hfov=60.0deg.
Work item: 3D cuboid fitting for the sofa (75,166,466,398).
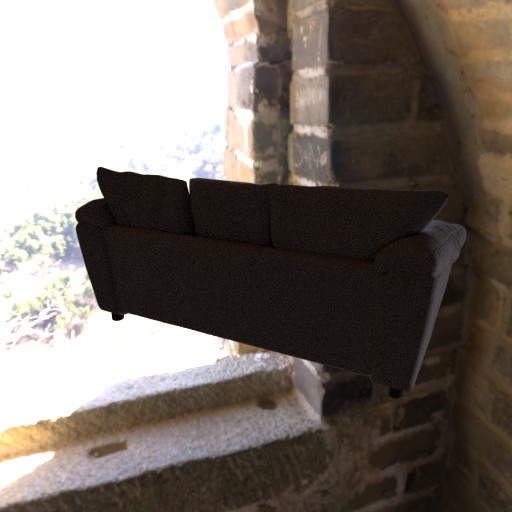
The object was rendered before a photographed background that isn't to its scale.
[{"bbox_3d":[0.000,0.000,2.809,2.336,1.073,0.878,9,19,27],"label":"sofa"}]
